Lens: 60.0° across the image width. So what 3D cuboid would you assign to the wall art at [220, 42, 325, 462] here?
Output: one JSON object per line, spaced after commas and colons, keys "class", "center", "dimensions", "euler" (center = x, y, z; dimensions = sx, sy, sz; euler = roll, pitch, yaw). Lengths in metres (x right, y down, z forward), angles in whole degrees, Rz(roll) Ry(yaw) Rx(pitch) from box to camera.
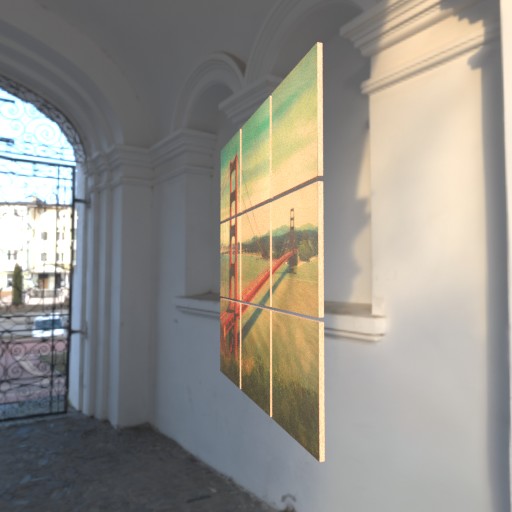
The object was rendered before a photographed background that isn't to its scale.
{"class": "wall art", "center": [0.000, 0.000, 1.853], "dimensions": [0.016, 1.207, 1.217], "euler": [1, -2, -18]}
